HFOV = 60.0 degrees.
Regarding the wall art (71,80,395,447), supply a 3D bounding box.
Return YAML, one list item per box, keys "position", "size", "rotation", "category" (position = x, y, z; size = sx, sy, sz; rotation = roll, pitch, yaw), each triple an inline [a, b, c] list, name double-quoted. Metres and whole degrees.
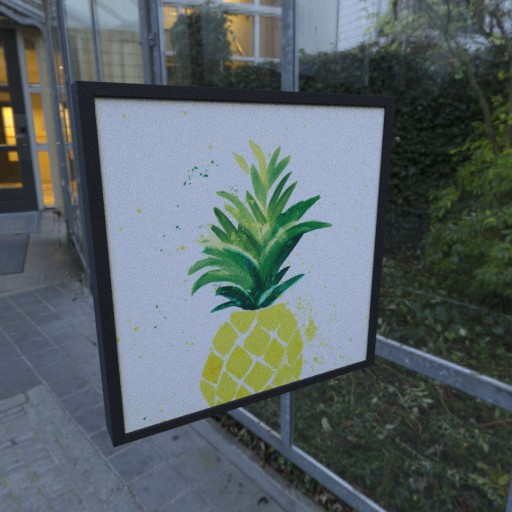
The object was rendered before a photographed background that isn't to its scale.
- position: [0.000, 0.000, 0.436]
  size: [0.305, 0.304, 0.033]
  rotation: [-8, 18, -27]
  category: "wall art"
